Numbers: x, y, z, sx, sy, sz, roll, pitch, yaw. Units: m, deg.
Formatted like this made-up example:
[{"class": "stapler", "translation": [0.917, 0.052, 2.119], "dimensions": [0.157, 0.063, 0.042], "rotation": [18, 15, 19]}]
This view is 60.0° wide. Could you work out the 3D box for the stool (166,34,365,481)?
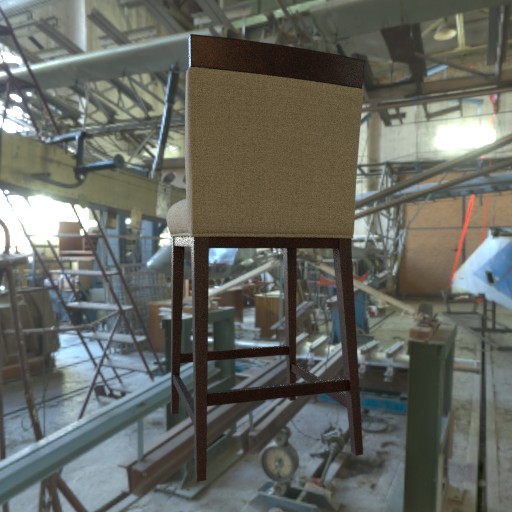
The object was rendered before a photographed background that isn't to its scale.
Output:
[{"class": "stool", "translation": [0.000, 0.000, 1.270], "dimensions": [0.463, 1.011, 0.480], "rotation": [0, 1, -18]}]
